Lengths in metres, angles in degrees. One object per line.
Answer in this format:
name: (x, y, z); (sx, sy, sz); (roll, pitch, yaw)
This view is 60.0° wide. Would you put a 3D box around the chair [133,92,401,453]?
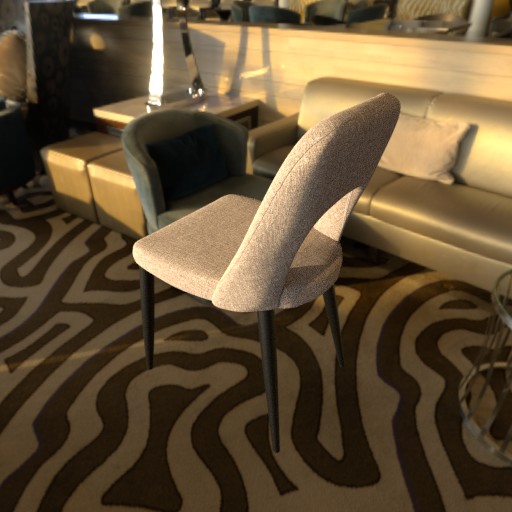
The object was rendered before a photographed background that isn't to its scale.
chair: (0.000, 0.000, 1.265); (0.612, 0.931, 0.470); (22, 38, 30)
